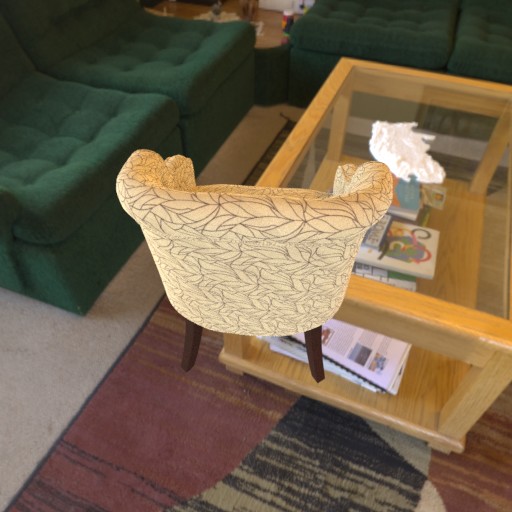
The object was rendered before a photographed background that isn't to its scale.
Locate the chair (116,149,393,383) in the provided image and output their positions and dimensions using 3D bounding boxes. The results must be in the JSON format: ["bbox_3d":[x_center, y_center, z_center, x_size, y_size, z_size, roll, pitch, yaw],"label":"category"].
[{"bbox_3d":[0.000,0.000,1.322,0.686,0.858,0.613,4,47,3],"label":"chair"}]
